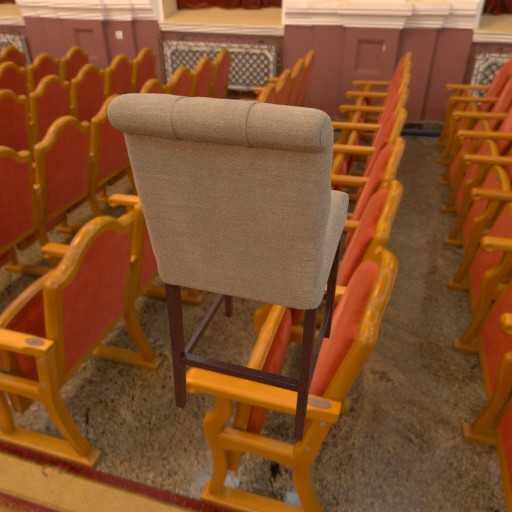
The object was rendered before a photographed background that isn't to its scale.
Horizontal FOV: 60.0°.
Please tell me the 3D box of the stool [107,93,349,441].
[{"bbox_3d":[0.000,0.000,1.400,0.486,1.084,0.660,10,34,15],"label":"stool"}]
